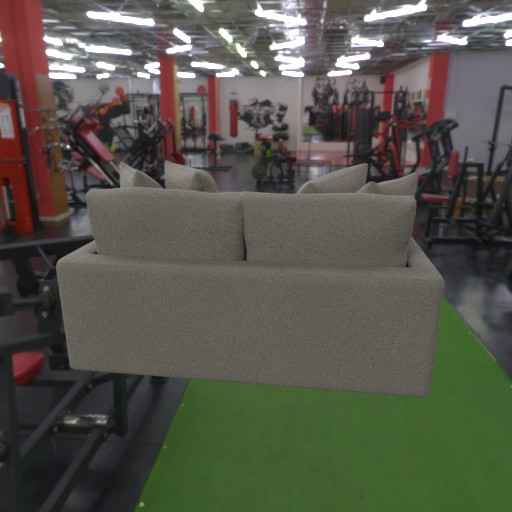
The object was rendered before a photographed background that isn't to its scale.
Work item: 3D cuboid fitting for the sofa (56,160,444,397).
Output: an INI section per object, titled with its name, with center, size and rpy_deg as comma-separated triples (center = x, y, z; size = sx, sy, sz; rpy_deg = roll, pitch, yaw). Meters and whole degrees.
[sofa]
center = 0.000, 0.000, 2.670
size = 1.869, 1.080, 1.228
rpy_deg = 2, 18, 8
